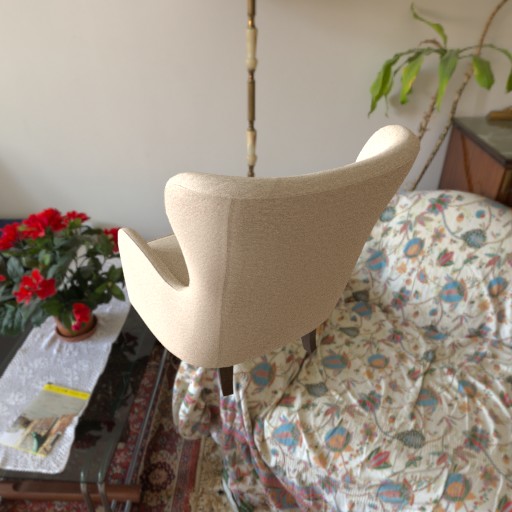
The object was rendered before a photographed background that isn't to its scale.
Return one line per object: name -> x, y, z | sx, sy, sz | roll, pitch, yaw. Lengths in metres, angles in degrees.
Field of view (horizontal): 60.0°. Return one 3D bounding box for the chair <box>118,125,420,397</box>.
chair -> 0.000, 0.000, 1.780 | 0.861, 1.064, 0.984 | -20, 37, -28
